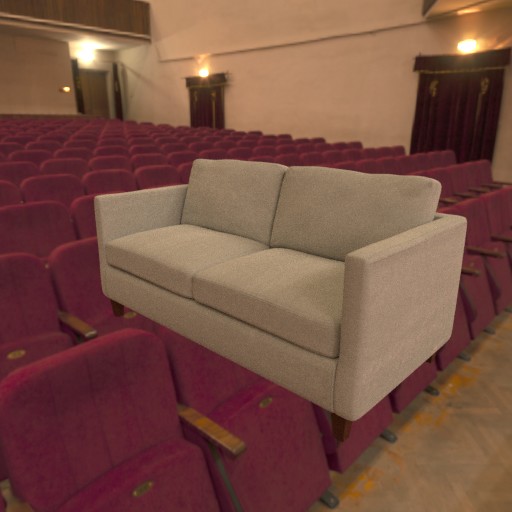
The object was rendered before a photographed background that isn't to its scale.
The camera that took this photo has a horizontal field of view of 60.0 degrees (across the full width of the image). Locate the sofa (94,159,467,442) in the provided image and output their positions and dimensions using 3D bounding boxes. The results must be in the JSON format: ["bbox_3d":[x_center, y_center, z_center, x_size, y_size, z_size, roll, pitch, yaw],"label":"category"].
[{"bbox_3d":[0.000,0.000,2.439,1.884,0.963,0.950,15,23,41],"label":"sofa"}]
